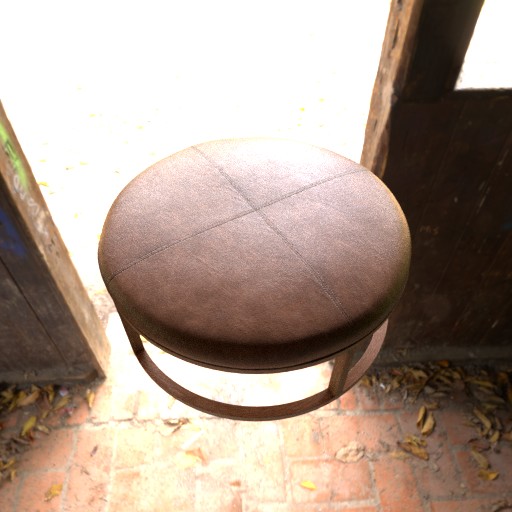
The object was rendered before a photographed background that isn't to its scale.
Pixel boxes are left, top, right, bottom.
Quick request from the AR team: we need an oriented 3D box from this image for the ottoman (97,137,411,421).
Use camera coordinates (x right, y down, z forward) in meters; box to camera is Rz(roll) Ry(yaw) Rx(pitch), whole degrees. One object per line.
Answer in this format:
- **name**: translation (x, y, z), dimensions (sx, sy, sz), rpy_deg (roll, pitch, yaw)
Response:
- **ottoman**: translation (0.000, 0.000, 1.557), dimensions (1.006, 0.445, 1.006), rpy_deg (0, 47, 0)
